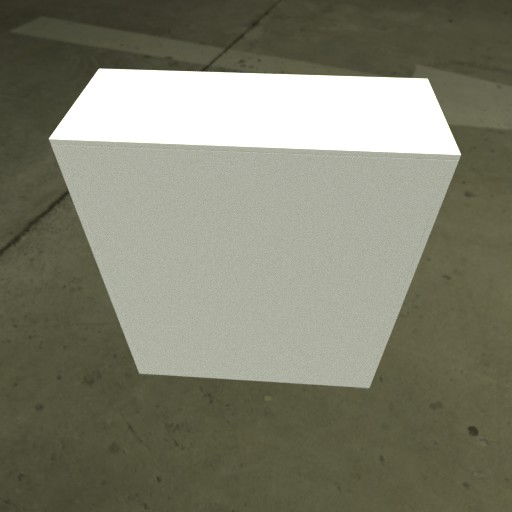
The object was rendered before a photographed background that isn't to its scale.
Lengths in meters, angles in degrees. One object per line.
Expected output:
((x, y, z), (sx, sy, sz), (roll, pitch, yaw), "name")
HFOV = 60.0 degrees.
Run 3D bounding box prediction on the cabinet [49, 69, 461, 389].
((0.000, 0.000, 1.641), (1.000, 1.190, 0.400), (3, 47, 3), "cabinet")
